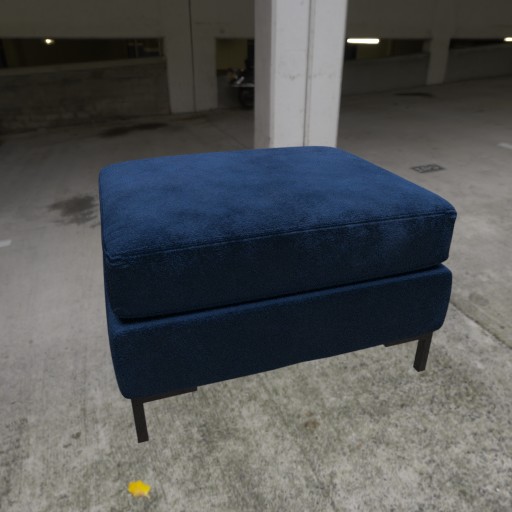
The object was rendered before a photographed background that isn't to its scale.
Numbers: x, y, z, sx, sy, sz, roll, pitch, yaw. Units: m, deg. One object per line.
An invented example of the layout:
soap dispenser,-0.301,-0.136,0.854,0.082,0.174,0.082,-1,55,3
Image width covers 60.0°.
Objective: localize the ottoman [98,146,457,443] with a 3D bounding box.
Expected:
ottoman,0.000,0.000,1.205,0.794,0.485,0.655,-8,28,-16
